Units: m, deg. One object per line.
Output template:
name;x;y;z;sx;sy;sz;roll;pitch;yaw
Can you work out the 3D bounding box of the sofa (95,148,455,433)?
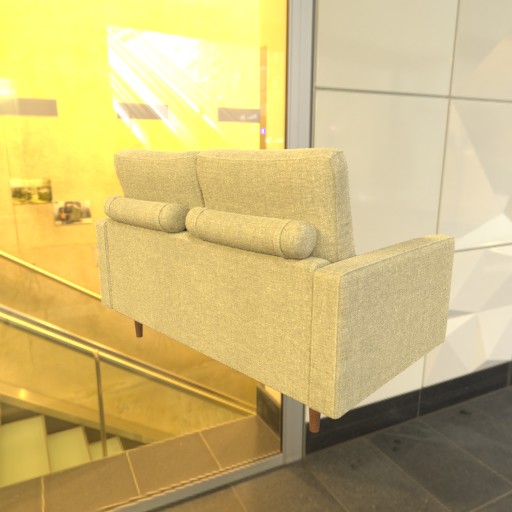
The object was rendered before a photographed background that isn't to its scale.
sofa;0.000;0.000;1.931;1.407;0.907;0.842;13;18;43
